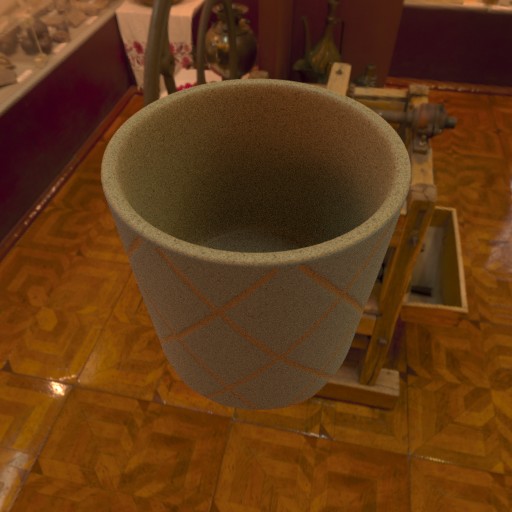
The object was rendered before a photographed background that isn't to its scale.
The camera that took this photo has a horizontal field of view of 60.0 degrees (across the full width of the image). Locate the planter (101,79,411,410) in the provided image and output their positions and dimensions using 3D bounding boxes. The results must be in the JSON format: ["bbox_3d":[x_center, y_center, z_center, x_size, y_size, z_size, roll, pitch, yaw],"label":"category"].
[{"bbox_3d":[0.000,0.000,0.352,0.191,0.200,0.191,0,48,0],"label":"planter"}]
